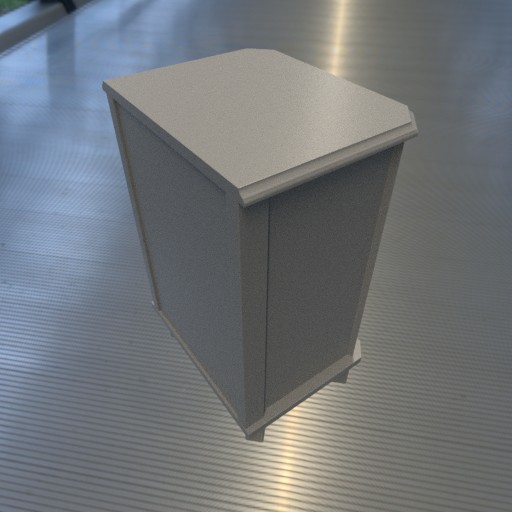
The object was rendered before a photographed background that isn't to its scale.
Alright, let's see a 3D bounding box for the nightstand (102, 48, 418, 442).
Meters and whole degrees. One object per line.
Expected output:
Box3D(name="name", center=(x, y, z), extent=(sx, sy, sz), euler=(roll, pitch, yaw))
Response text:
Box3D(name="nightstand", center=(0.000, 0.000, 0.930), extent=(0.348, 0.680, 0.435), euler=(-26, 48, -26))
